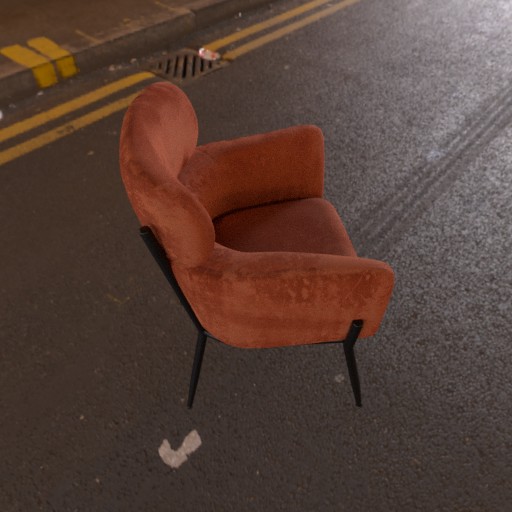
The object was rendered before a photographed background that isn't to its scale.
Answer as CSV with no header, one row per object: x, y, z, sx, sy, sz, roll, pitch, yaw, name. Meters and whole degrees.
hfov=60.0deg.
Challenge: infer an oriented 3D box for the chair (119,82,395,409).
0.000,0.000,1.110,0.523,0.772,0.561,-7,47,-7,chair
